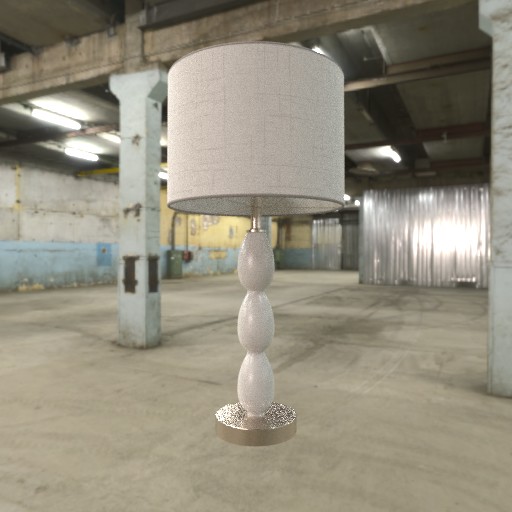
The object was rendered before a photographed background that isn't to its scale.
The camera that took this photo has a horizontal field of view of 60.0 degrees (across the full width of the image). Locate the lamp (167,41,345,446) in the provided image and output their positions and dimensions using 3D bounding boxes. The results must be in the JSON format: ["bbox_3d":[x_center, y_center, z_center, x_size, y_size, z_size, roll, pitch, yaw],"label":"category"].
[{"bbox_3d":[0.000,0.000,0.715,0.282,0.559,0.280,0,0,-35],"label":"lamp"}]
